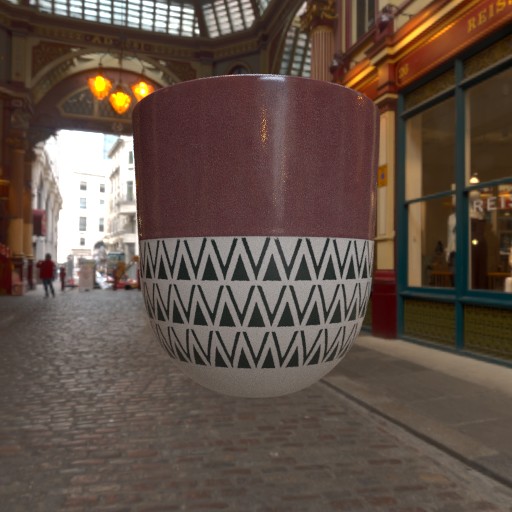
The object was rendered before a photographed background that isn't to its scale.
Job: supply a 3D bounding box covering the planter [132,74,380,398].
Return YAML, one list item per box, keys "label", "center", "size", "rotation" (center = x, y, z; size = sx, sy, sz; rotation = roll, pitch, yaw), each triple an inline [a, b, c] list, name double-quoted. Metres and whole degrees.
- label: "planter"
  center: [0.000, 0.000, 0.359]
  size: [0.195, 0.214, 0.195]
  rotation: [0, -1, 0]
